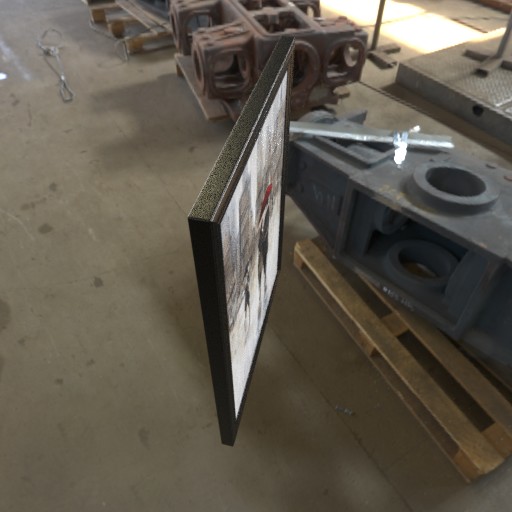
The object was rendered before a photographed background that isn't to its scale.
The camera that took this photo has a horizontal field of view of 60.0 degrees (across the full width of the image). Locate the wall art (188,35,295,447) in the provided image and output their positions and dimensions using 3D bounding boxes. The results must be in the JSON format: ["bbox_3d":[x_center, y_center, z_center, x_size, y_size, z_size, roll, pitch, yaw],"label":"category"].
[{"bbox_3d":[0.000,0.000,1.621,0.053,1.194,0.950,10,48,9],"label":"wall art"}]
